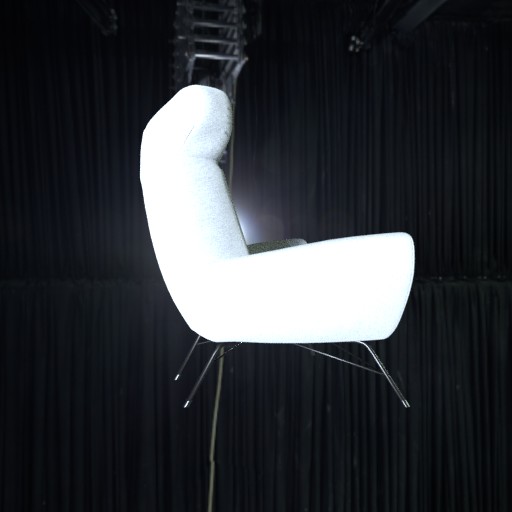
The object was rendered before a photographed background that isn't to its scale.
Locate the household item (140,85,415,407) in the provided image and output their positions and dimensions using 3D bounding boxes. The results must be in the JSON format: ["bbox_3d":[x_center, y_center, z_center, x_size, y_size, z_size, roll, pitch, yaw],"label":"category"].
[{"bbox_3d":[0.000,0.000,1.791,0.900,1.050,0.980,0,1,-17],"label":"household item"}]
